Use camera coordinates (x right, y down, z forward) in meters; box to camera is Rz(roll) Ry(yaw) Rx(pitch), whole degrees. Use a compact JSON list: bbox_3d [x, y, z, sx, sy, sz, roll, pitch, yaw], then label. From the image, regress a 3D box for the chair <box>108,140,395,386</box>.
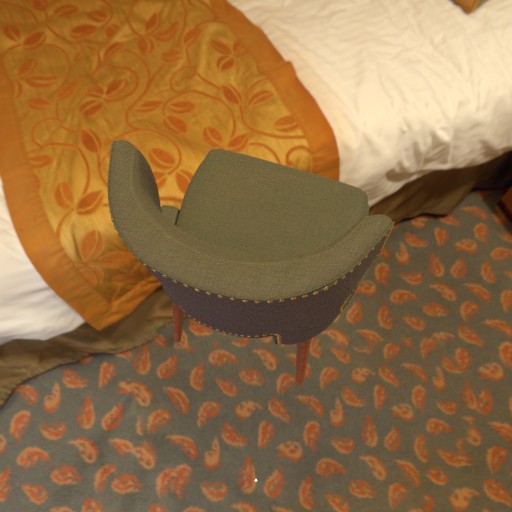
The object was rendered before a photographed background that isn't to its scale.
[{"bbox_3d":[0.000,0.000,1.214,0.595,0.863,0.581,18,65,9],"label":"chair"}]
